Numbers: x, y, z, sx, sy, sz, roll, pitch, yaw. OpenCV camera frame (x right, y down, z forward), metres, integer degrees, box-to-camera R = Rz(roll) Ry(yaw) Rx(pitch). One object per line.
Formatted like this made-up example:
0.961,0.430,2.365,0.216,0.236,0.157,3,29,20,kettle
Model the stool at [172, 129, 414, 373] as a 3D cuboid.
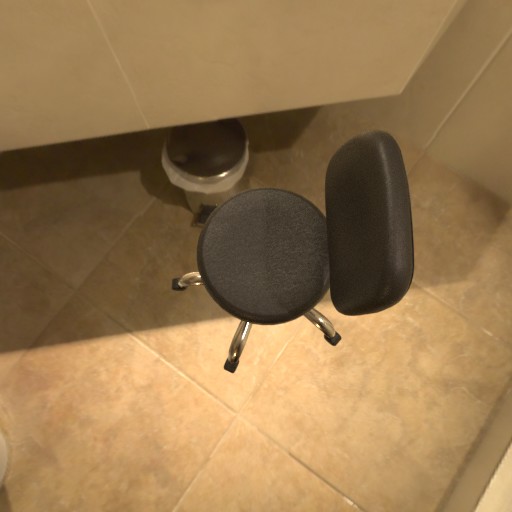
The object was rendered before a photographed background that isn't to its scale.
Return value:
0.000,0.000,1.312,0.648,0.862,0.673,-1,75,0,stool
